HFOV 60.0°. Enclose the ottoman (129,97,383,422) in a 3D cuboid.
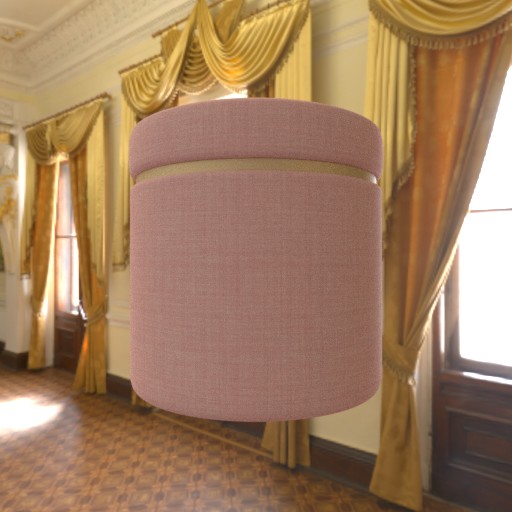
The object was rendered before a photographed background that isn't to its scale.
[{"bbox_3d":[0.000,0.000,0.725,0.400,0.406,0.400,0,0,0],"label":"ottoman"}]
